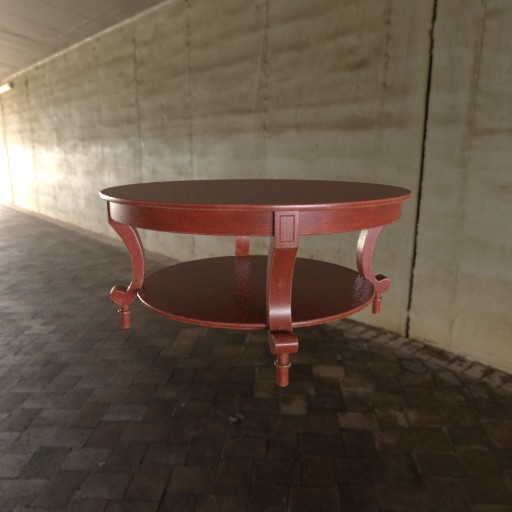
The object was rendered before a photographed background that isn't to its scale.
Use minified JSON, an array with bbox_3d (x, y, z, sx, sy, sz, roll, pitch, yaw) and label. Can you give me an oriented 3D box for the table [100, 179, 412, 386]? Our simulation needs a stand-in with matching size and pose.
[{"bbox_3d":[0.000,0.000,1.588,1.029,0.486,1.029,0,13,0],"label":"table"}]
